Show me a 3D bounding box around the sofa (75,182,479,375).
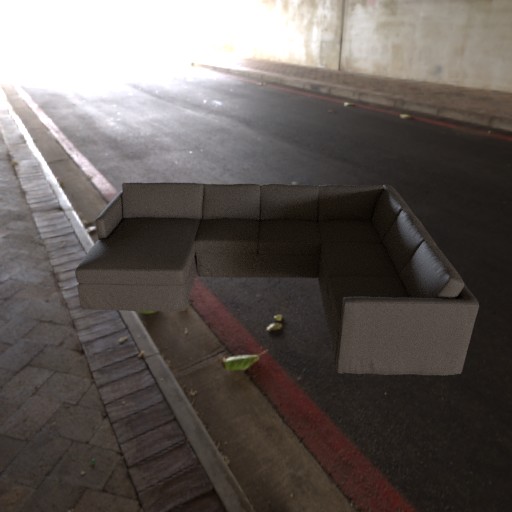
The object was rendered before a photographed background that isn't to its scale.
[{"bbox_3d":[0.000,0.000,4.566,3.528,0.878,2.476,1,28,2],"label":"sofa"}]
